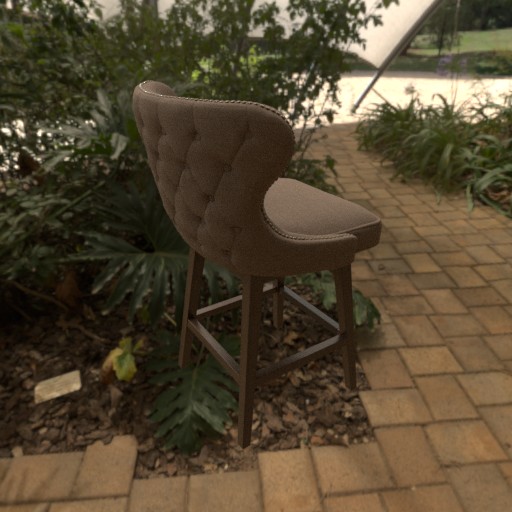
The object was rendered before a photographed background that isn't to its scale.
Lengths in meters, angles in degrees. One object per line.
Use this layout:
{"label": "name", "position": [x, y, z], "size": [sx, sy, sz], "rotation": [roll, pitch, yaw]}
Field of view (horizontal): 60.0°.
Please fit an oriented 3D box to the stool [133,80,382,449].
{"label": "stool", "position": [0.000, 0.000, 1.339], "size": [0.597, 0.972, 0.615], "rotation": [-17, 31, -30]}
